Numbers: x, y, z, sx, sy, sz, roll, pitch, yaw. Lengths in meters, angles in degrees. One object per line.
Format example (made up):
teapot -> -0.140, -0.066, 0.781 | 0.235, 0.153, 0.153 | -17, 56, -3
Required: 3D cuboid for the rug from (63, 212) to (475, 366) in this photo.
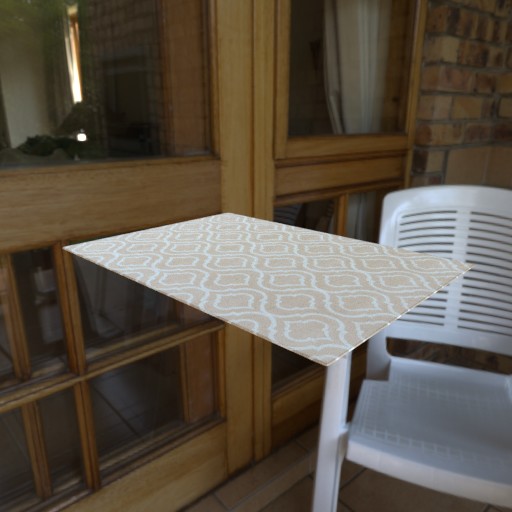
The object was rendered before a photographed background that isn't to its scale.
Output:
rug -> 0.000, 0.000, 2.795 | 2.134, 0.010, 1.524 | 16, 24, 41
